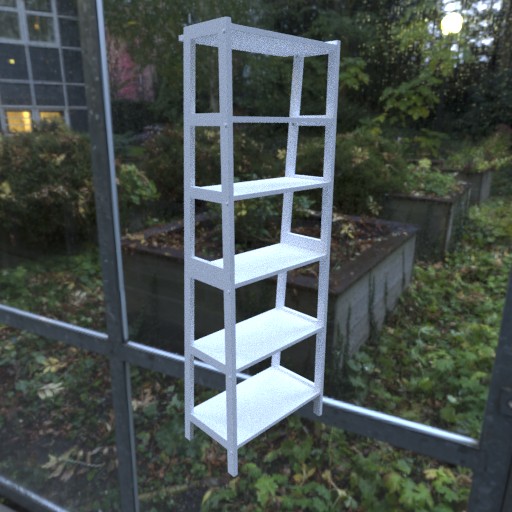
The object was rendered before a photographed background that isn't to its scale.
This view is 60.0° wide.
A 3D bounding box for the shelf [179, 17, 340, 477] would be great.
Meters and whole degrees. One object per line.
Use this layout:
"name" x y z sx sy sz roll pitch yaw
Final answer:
"shelf" 0.000 0.000 2.105 0.660 1.892 0.381 -16 23 -42
